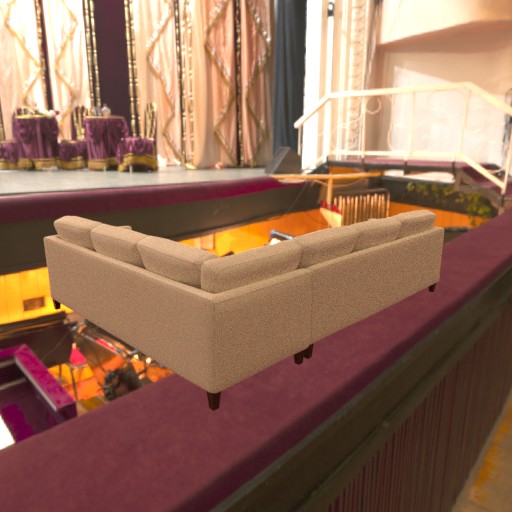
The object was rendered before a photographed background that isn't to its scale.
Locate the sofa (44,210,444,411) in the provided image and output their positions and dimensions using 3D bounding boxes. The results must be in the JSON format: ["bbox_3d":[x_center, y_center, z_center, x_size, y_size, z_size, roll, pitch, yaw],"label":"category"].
[{"bbox_3d":[0.000,0.000,4.578,2.593,0.947,3.302,14,20,43],"label":"sofa"}]
